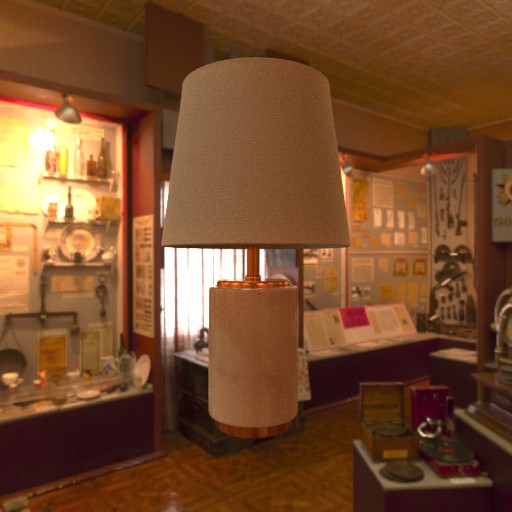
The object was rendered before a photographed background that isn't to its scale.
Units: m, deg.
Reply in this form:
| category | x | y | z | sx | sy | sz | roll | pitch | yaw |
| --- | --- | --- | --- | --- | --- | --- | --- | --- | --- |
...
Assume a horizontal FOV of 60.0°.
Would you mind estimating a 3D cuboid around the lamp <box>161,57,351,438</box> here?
| category | x | y | z | sx | sy | sz | roll | pitch | yaw |
| --- | --- | --- | --- | --- | --- | --- | --- | --- | --- |
| lamp | 0.000 | 0.000 | 0.453 | 0.189 | 0.340 | 0.189 | 0 | 0 | 0 |
